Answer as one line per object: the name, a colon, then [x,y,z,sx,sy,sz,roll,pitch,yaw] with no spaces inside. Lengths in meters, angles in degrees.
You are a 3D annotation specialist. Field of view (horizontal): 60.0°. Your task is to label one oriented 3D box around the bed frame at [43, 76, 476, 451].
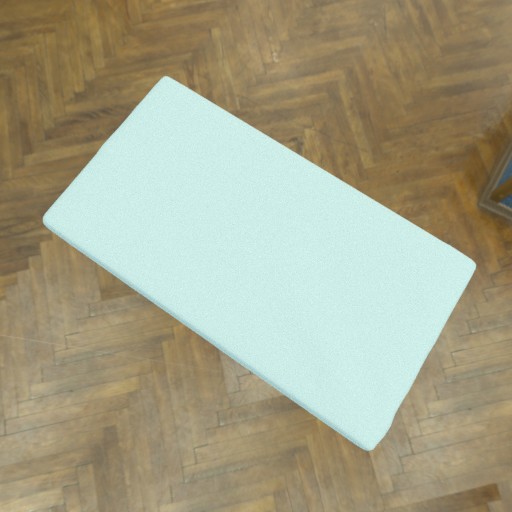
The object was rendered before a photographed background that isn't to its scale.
bed frame: [0.000,0.000,2.384,1.908,0.640,1.025,33,77,9]
